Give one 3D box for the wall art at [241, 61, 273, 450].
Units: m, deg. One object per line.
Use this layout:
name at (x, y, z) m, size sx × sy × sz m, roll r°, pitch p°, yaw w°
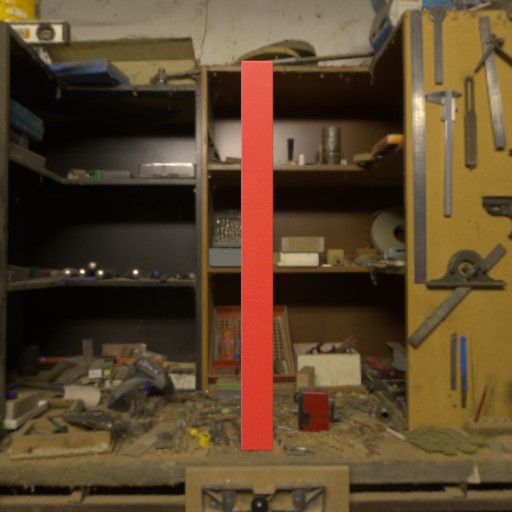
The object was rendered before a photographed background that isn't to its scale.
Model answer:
wall art at (0.000, 0.000, 0.764) m, size 0.033 × 0.405 × 0.607 m, roll 0°, pitch 0°, yaw 0°
